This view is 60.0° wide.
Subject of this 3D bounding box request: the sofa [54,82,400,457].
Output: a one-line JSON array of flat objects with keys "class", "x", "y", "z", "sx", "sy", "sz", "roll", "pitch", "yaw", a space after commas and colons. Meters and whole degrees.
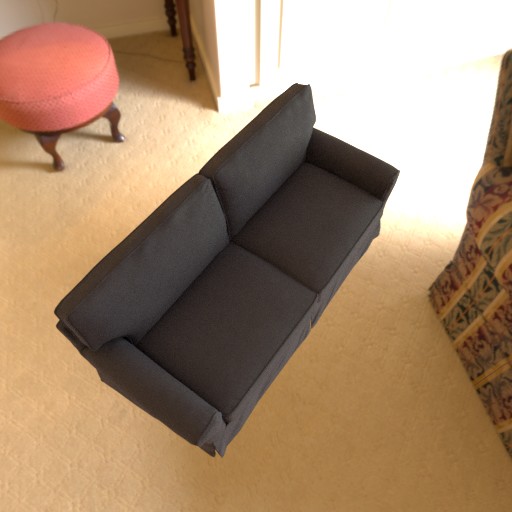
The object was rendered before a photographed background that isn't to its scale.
[{"class": "sofa", "x": 0.000, "y": 0.000, "z": 2.848, "sx": 0.983, "sy": 1.094, "sz": 2.256, "roll": 31, "pitch": 63, "yaw": 18}]
